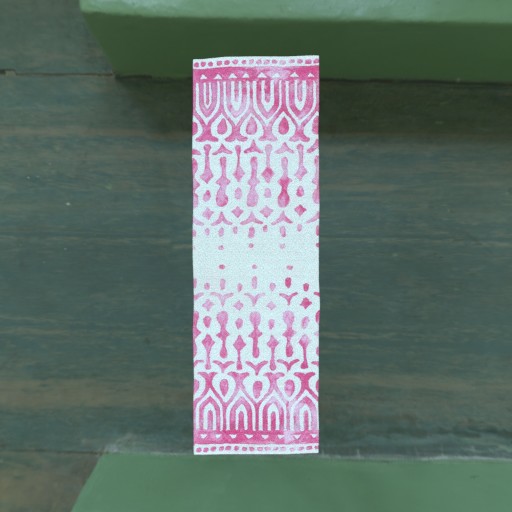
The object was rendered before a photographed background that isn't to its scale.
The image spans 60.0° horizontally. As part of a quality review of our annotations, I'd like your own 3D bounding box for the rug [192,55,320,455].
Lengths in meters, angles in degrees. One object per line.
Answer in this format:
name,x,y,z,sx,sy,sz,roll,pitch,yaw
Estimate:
rug,0.000,0.000,2.731,0.787,0.011,2.458,0,90,1
